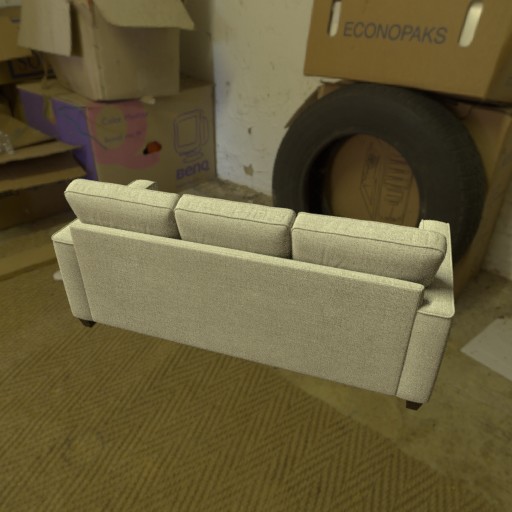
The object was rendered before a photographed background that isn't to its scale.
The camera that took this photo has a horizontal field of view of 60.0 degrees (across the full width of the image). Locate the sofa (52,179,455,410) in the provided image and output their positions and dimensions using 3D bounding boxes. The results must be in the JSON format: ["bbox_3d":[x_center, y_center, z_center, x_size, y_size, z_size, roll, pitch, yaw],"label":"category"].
[{"bbox_3d":[0.000,0.000,2.635,2.133,0.965,0.939,10,33,16],"label":"sofa"}]
